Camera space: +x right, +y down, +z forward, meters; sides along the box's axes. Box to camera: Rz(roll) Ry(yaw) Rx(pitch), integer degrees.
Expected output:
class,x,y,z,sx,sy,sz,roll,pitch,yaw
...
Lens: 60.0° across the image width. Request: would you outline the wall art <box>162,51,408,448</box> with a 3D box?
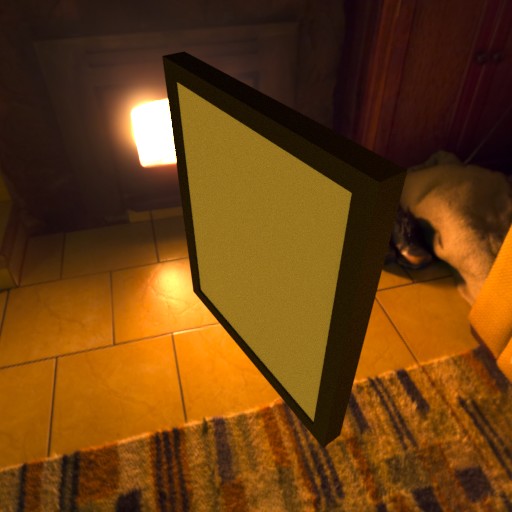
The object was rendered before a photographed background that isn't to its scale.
class,x,y,z,sx,sy,sz,roll,pitch,yaw
wall art,0.000,0.000,0.532,0.029,0.381,0.330,-25,47,-26
